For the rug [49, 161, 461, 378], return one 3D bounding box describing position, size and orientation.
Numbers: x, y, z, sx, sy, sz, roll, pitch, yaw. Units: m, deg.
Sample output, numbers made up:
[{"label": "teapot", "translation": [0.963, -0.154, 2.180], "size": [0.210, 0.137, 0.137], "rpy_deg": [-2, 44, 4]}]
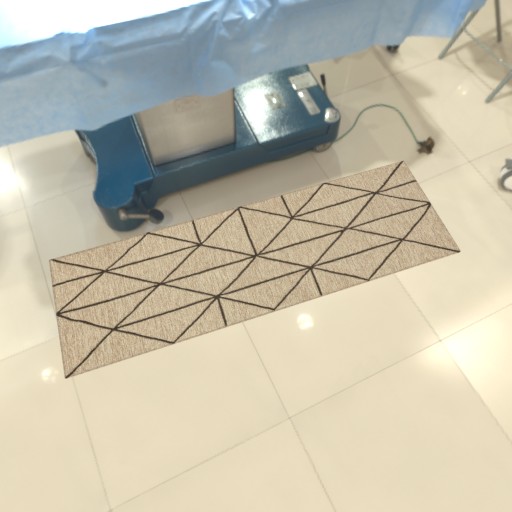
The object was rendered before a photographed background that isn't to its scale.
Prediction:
[{"label": "rug", "translation": [0.000, 0.000, 2.746], "size": [2.438, 0.012, 0.762], "rpy_deg": [-17, 63, -9]}]
